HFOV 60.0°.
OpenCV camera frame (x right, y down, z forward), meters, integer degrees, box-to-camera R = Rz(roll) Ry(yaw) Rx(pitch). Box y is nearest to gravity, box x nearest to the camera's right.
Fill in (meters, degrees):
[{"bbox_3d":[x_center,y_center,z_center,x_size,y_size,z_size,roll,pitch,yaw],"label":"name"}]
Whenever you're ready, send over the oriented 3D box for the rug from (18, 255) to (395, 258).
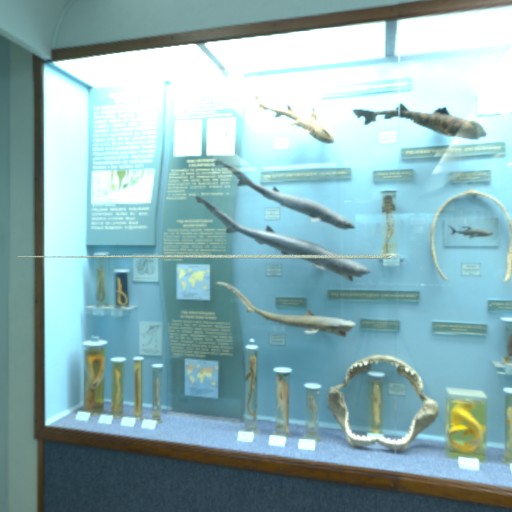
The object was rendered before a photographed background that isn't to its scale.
[{"bbox_3d":[0.000,0.000,4.080,2.421,0.008,3.045,0,0,18],"label":"rug"}]
